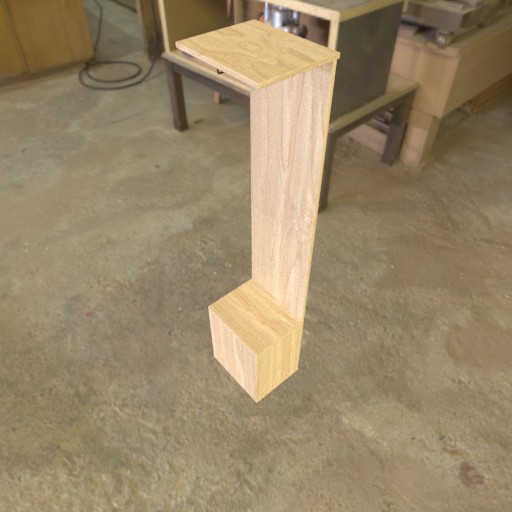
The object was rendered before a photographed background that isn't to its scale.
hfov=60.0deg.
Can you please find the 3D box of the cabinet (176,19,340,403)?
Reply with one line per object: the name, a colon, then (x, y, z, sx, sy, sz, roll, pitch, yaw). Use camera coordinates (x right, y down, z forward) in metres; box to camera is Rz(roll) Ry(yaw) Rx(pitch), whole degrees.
cabinet: (0.000, 0.000, 2.072, 0.338, 1.879, 0.411, -31, 53, -27)
